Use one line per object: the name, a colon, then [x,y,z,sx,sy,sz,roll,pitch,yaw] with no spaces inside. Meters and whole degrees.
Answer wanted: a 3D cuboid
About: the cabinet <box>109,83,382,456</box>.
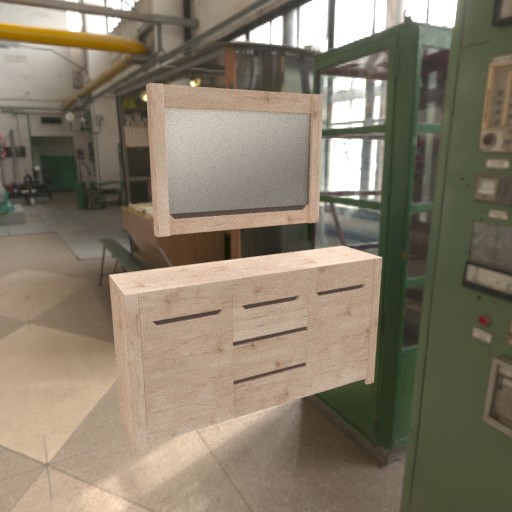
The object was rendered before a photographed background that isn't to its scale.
cabinet: [0.000,0.000,2.751,1.700,1.981,0.420,-7,15,-27]
